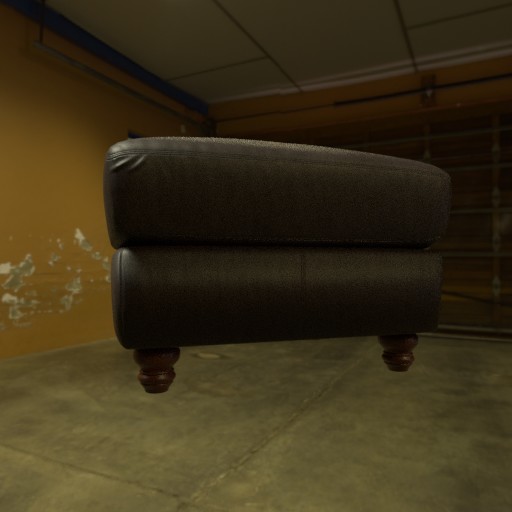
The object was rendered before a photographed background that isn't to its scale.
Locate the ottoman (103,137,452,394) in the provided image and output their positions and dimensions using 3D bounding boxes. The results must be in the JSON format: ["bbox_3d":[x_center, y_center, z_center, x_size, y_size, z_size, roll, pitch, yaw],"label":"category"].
[{"bbox_3d":[0.000,0.000,1.240,0.806,0.569,0.670,0,-1,-18],"label":"ottoman"}]
